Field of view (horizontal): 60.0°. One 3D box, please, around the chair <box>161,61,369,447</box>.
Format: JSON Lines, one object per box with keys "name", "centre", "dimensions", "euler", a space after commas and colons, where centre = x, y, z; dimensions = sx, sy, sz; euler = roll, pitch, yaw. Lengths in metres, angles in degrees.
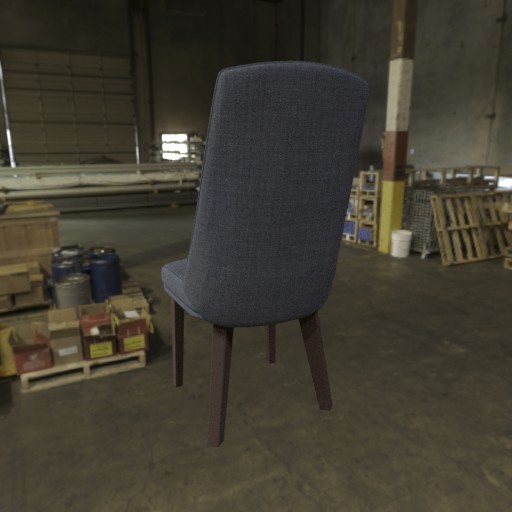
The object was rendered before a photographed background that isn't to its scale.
{"name": "chair", "centre": [0.000, 0.000, 1.398], "dimensions": [0.510, 1.050, 0.577], "euler": [-7, 15, -27]}
